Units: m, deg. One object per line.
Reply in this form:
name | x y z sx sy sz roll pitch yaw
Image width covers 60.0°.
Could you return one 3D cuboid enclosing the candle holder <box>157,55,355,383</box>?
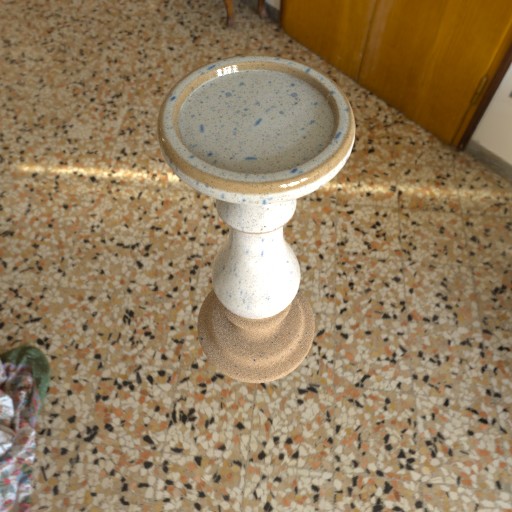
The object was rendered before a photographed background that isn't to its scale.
candle holder | 0.000 0.000 0.252 0.088 0.203 0.088 0 58 0
